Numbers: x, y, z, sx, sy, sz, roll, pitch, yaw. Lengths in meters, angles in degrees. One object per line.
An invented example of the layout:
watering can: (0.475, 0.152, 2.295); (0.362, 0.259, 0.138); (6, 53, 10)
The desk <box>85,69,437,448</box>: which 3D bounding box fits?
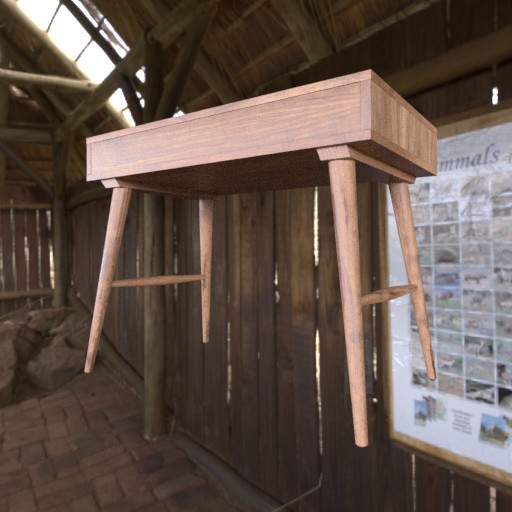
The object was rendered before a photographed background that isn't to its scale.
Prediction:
desk: (0.000, 0.000, 1.385); (0.949, 0.758, 0.588); (1, 1, 35)
